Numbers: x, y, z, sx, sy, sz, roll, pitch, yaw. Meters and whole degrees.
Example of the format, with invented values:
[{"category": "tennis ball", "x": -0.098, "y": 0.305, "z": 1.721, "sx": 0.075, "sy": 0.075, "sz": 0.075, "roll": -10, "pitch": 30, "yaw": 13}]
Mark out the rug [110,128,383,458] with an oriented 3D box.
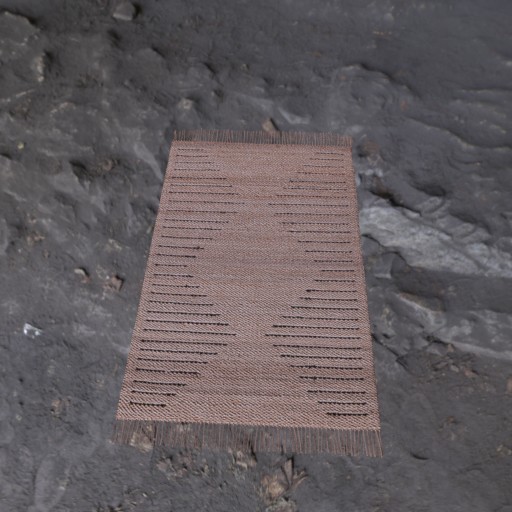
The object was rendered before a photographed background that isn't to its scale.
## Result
[{"category": "rug", "x": 0.000, "y": 0.000, "z": 2.533, "sx": 1.224, "sy": 0.027, "sz": 2.085, "roll": 2, "pitch": 58, "yaw": 1}]
